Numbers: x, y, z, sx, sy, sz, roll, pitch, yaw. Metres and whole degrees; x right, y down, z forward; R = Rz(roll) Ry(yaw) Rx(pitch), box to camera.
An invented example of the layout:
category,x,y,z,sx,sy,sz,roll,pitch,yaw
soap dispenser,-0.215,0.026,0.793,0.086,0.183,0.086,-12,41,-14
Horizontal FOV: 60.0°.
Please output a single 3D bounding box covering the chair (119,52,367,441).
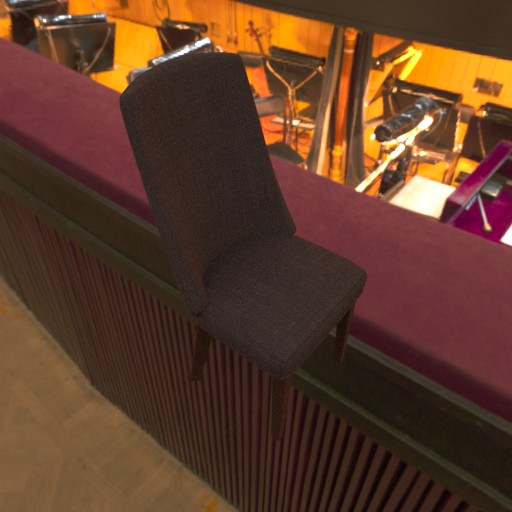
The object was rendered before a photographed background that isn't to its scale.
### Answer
category,x,y,z,sx,sy,sz,roll,pitch,yaw
chair,0.000,0.000,1.363,0.577,1.050,0.510,27,48,28
